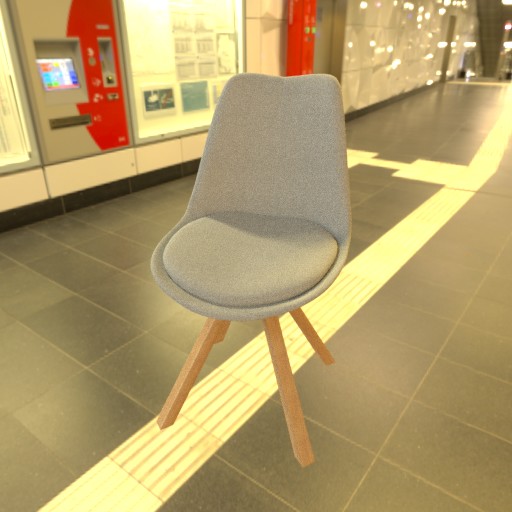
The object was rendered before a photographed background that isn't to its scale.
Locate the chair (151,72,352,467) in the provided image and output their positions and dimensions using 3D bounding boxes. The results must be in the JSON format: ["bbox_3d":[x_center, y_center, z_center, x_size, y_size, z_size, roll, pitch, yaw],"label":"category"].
[{"bbox_3d":[0.000,0.000,1.168,0.474,0.863,0.549,8,27,16],"label":"chair"}]
